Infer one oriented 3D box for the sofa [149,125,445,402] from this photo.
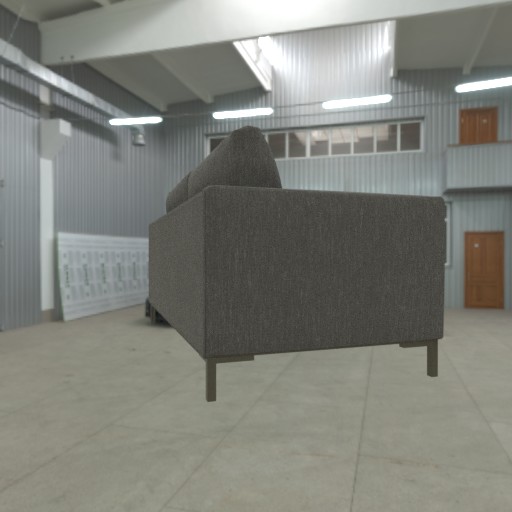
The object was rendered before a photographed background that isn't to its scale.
[{"bbox_3d":[0.000,0.000,2.175,0.875,0.840,1.682,0,0,-19],"label":"sofa"}]
